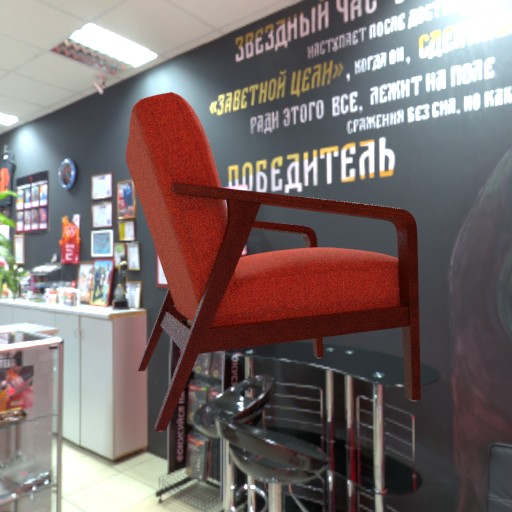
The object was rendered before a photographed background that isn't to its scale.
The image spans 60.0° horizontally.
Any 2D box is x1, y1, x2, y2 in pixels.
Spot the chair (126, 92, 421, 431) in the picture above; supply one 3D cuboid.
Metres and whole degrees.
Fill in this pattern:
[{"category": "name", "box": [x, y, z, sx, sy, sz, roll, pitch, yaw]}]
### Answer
[{"category": "chair", "box": [0.000, 0.000, 1.538, 0.860, 0.890, 0.719, 0, -1, -19]}]
